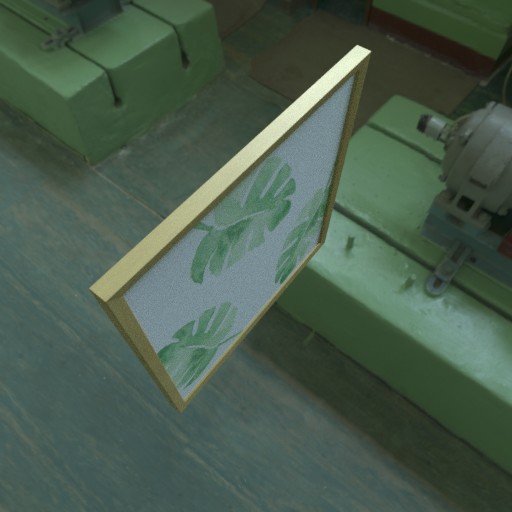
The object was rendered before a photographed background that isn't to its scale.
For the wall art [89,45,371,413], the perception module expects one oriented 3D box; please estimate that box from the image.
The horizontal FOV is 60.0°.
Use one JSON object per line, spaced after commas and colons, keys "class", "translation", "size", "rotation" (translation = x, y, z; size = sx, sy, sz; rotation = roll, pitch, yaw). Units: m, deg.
{"class": "wall art", "translation": [0.000, 0.000, 1.137], "size": [0.037, 0.763, 0.763], "rotation": [34, 65, 19]}
